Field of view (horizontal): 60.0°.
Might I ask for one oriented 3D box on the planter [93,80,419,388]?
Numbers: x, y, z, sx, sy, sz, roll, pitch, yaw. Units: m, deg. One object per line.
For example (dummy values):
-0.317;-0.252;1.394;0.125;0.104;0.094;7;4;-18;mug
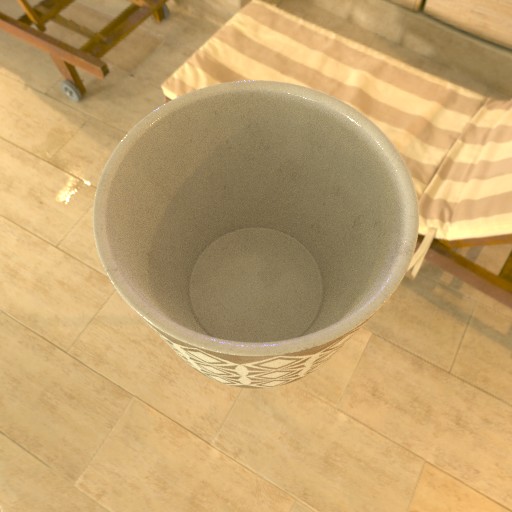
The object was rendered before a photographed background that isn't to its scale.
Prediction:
0.000;0.000;0.455;0.260;0.220;0.260;0;63;0;planter
